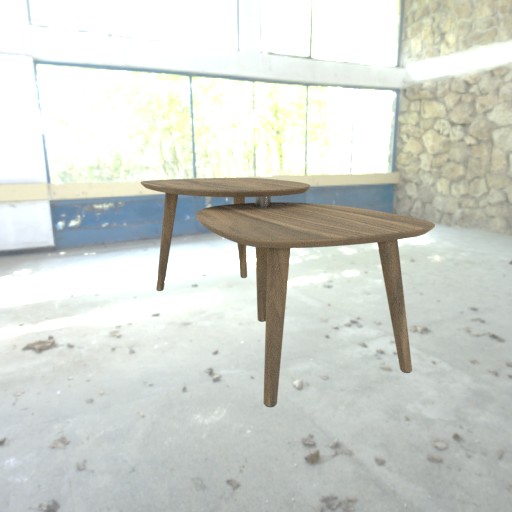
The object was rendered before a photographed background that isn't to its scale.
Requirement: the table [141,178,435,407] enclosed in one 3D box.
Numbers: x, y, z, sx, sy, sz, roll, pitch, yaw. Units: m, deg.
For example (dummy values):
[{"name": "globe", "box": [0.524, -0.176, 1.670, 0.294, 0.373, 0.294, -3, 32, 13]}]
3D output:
[{"name": "table", "box": [0.000, 0.000, 1.402, 0.527, 0.429, 1.084, -6, 15, -26]}]
